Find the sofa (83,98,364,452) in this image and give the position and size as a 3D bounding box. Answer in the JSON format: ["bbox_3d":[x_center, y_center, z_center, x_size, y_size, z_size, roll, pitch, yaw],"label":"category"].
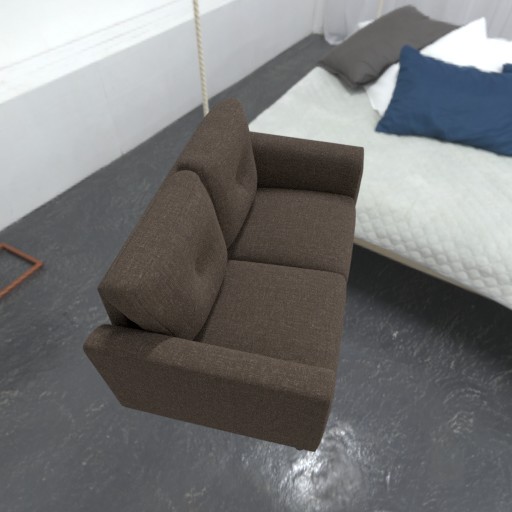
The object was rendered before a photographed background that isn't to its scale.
[{"bbox_3d":[0.000,0.000,1.996,0.851,0.885,1.423,10,47,9],"label":"sofa"}]
